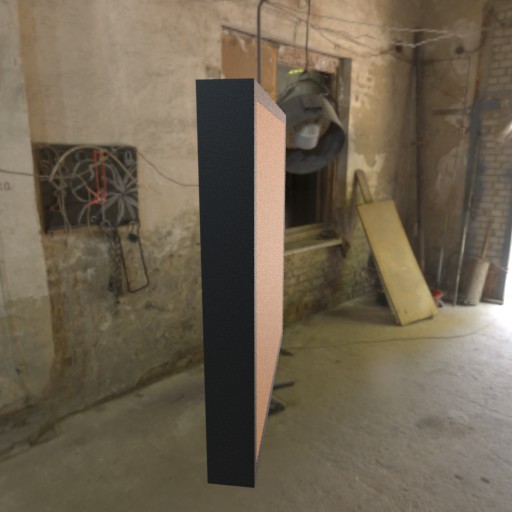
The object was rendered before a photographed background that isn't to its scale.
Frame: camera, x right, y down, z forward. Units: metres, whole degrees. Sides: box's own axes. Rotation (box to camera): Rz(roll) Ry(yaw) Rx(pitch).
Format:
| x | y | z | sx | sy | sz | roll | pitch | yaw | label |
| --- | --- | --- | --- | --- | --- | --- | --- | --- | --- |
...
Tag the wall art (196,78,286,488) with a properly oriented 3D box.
| x | y | z | sx | sy | sz | roll | pitch | yaw | label |
| --- | --- | --- | --- | --- | --- | --- | --- | --- | --- |
| 0.000 | 0.000 | 0.464 | 0.038 | 0.304 | 0.305 | 2 | 13 | 7 | wall art |
